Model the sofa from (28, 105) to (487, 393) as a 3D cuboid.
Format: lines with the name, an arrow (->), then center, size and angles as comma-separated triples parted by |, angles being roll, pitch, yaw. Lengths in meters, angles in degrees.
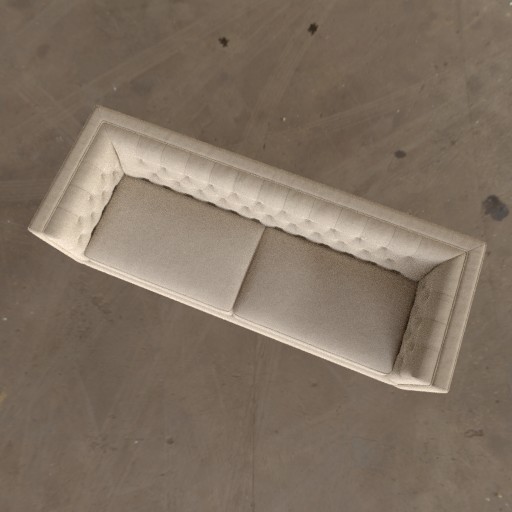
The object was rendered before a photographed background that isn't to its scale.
sofa -> 0.000, 0.000, 2.558 | 2.159, 0.762, 0.775 | 21, 76, 5
